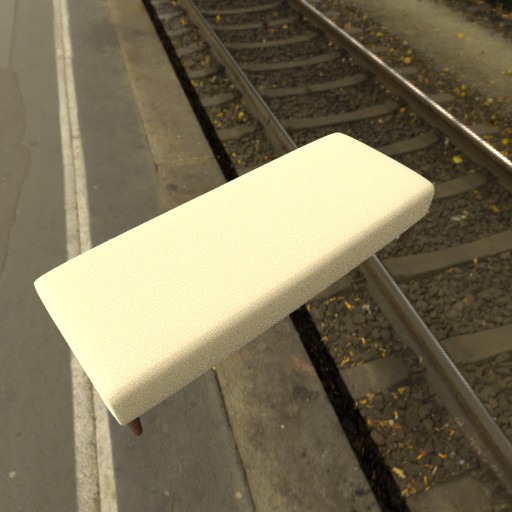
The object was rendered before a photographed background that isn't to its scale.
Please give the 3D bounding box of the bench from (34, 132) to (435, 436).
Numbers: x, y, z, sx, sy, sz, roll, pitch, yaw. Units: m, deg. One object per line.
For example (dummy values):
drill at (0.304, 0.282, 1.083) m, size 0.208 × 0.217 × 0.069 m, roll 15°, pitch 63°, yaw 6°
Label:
bench at (0.000, 0.000, 1.904) m, size 1.609 × 0.393 × 0.646 m, roll -31°, pitch 53°, yaw -26°
